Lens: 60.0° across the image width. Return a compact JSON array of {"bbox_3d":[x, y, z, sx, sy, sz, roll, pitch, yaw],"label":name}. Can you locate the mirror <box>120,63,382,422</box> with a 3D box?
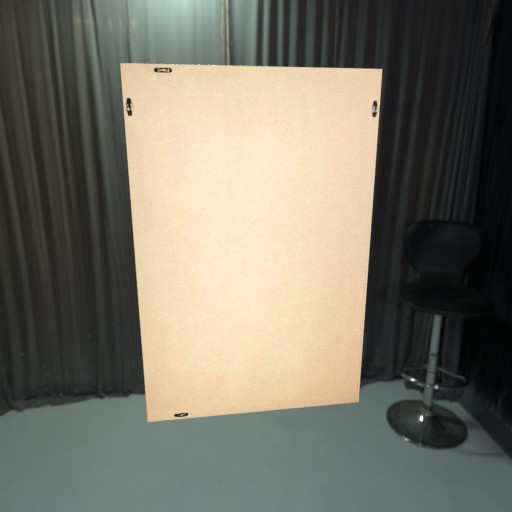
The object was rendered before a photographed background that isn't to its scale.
[{"bbox_3d":[0.000,0.000,1.157,0.609,0.915,0.041,-2,16,-9],"label":"mirror"}]
